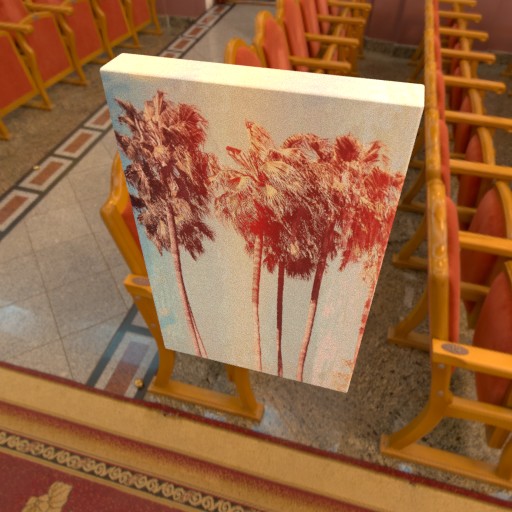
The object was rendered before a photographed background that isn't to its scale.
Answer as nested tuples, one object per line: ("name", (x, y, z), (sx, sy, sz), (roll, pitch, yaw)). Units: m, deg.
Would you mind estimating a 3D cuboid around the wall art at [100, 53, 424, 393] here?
("wall art", (0.000, 0.000, 0.472), (0.251, 0.380, 0.039), (11, 44, 12))
